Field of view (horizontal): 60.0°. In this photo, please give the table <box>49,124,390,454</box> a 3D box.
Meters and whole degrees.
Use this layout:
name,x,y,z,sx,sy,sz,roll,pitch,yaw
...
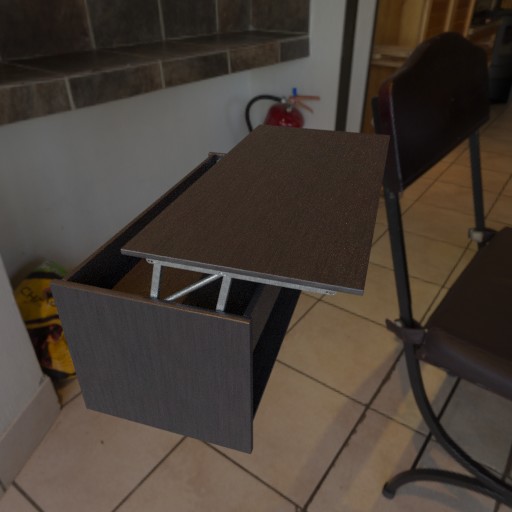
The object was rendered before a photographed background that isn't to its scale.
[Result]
name,x,y,z,sx,sy,sz,roll,pitch,yaw
table,0.000,0.000,1.439,0.712,0.570,1.000,9,33,15
